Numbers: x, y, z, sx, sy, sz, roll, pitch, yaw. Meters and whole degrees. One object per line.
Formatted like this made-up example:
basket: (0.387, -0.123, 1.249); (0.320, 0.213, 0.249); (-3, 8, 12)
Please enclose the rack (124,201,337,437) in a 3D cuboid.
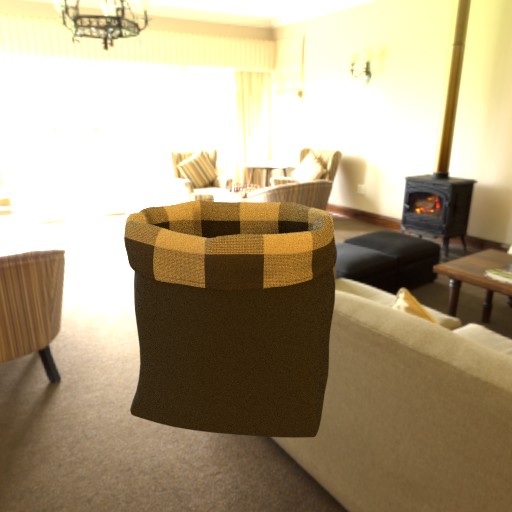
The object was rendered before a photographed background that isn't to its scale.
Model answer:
rack: (0.000, 0.000, 1.072); (0.370, 0.329, 0.889); (3, 18, 9)
